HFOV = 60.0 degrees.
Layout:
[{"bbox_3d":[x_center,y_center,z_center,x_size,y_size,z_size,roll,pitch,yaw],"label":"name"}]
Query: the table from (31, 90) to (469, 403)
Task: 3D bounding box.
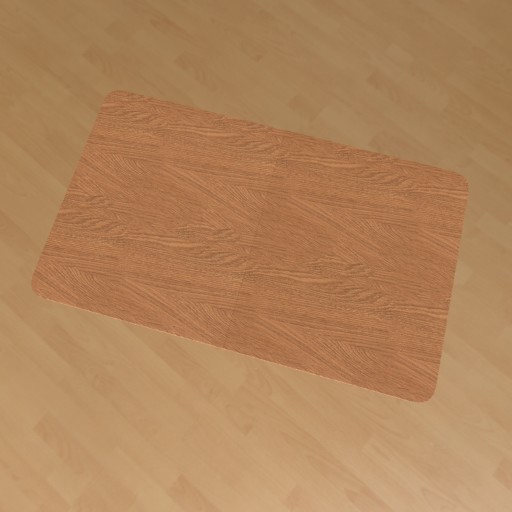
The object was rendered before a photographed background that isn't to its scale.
[{"bbox_3d":[0.000,0.000,2.158,1.600,0.770,0.950,15,76,4],"label":"table"}]
